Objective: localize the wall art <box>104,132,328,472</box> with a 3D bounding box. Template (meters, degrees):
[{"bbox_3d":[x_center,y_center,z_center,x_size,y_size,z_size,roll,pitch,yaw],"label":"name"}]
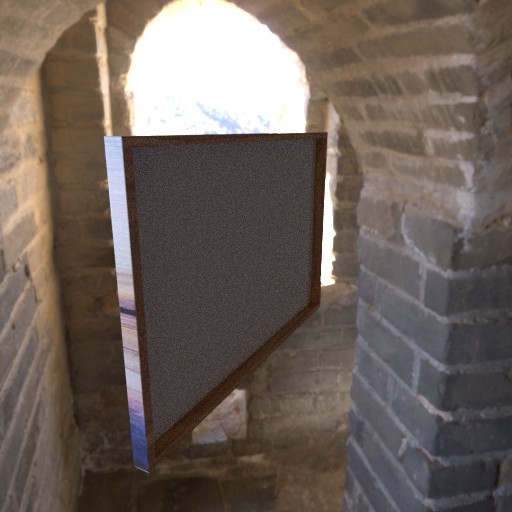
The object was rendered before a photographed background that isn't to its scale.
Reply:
[{"bbox_3d":[0.000,0.000,1.135,0.037,0.605,0.911,8,18,27],"label":"wall art"}]
